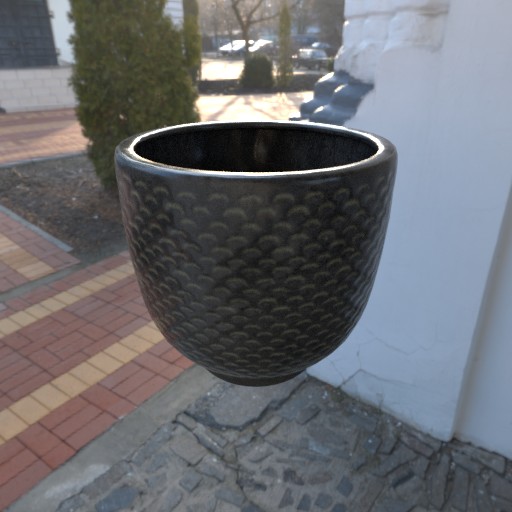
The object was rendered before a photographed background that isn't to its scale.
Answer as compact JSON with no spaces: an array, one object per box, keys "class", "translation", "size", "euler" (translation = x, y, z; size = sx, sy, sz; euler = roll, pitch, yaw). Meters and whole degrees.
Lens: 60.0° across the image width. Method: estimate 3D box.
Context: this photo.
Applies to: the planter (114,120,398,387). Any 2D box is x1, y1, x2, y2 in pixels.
[{"class":"planter","translation":[0.000,0.000,0.311],"size":[0.172,0.160,0.172],"euler":[0,26,0]}]
